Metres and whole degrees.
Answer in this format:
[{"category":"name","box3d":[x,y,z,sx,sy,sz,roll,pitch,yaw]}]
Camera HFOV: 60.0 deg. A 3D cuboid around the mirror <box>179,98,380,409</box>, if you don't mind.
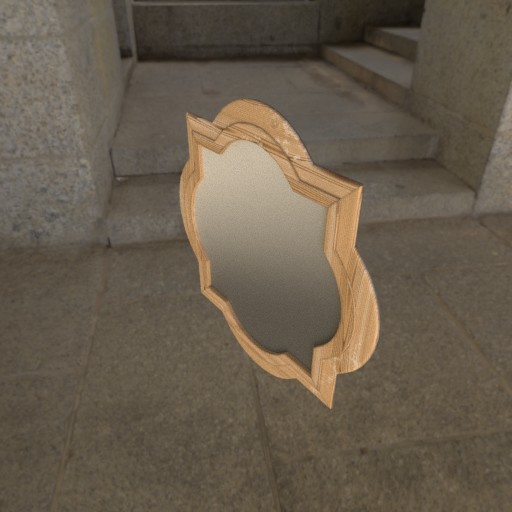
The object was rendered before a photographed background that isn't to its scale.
[{"category":"mirror","box3d":[0.000,0.000,1.033,0.019,0.686,0.686,-23,40,-31]}]
